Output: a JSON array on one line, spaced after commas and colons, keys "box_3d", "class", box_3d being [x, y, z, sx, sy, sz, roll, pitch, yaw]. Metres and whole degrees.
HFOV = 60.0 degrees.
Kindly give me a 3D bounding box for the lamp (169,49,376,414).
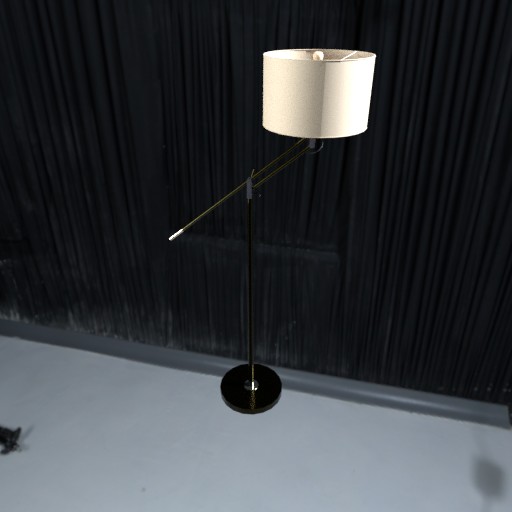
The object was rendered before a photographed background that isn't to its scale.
[{"box_3d": [0.000, 0.000, 1.938, 0.809, 1.635, 0.373, 7, 30, 13], "class": "lamp"}]
